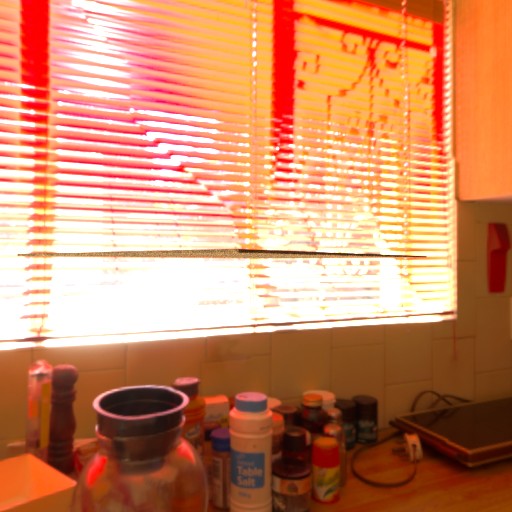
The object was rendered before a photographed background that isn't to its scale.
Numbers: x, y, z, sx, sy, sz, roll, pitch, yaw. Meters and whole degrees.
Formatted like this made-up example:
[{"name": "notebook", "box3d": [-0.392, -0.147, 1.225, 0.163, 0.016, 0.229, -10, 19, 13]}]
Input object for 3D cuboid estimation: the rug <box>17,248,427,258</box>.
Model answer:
[{"name": "rug", "box3d": [0.000, 0.000, 2.279, 1.208, 0.012, 1.819, -1, -1, 36]}]
